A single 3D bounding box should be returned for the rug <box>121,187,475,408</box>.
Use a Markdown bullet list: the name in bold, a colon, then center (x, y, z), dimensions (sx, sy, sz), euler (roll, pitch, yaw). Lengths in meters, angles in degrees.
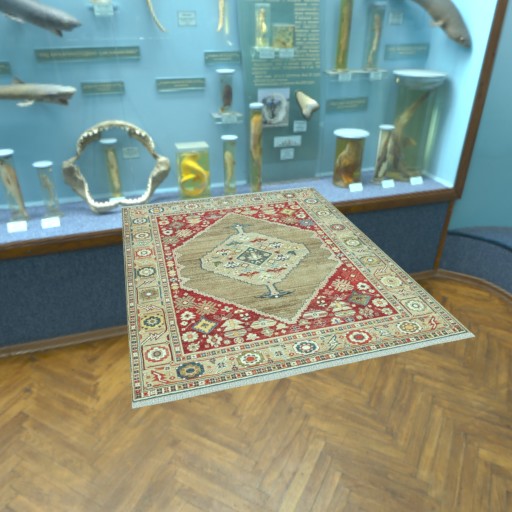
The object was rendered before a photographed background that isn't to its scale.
- **rug**: center (0.000, 0.000, 4.263), dimensions (2.451, 0.008, 3.143), euler (-8, 31, -14)
